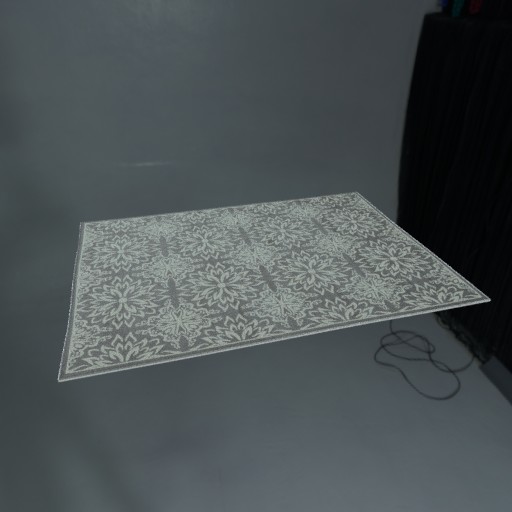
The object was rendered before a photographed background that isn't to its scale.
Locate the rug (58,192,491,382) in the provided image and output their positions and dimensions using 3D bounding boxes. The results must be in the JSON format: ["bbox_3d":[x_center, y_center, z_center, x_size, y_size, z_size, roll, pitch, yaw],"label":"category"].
[{"bbox_3d":[0.000,0.000,2.825,2.213,0.014,1.608,-8,31,-13],"label":"rug"}]
